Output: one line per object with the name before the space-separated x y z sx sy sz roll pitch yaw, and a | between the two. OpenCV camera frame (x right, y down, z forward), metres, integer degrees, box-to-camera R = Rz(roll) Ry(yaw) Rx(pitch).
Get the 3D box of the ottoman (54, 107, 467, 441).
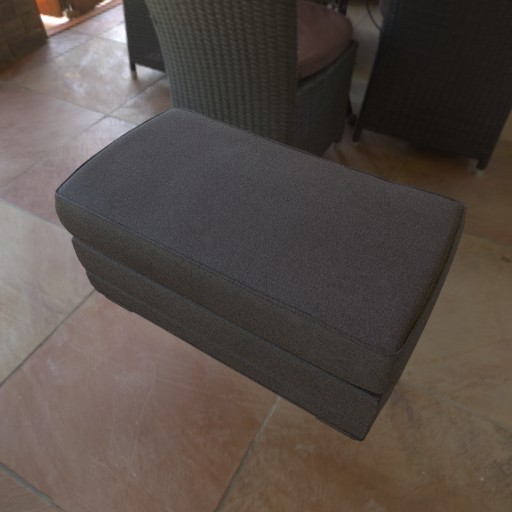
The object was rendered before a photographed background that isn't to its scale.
ottoman | 0.000 0.000 1.139 0.864 0.448 0.490 24 52 21
